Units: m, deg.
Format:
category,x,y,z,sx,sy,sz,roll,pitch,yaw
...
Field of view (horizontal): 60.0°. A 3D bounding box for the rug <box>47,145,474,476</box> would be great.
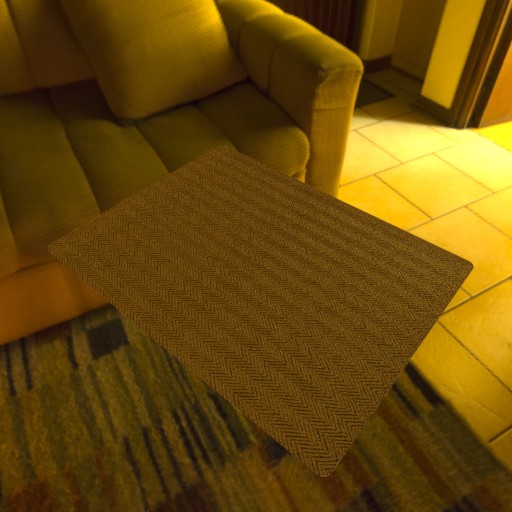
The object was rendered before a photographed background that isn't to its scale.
category,x,y,z,sx,sy,sz,roll,pitch,yaw
rug,0.000,0.000,4.130,3.207,0.014,2.439,31,53,27
